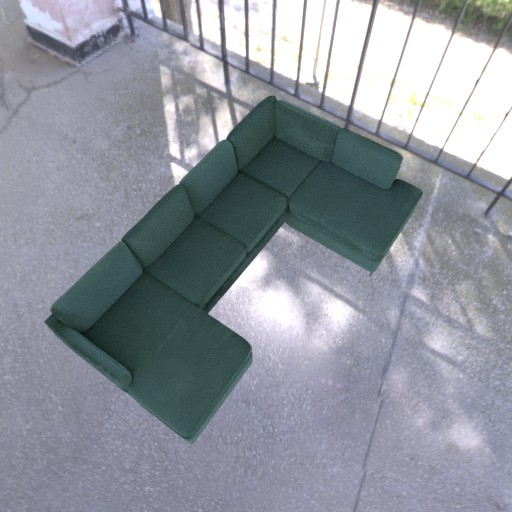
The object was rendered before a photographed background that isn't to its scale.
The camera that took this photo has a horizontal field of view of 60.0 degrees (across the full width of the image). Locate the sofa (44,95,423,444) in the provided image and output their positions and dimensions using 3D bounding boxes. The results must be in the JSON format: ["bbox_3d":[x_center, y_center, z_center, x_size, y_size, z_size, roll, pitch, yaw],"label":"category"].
[{"bbox_3d":[0.000,0.000,4.387,2.055,0.992,3.434,31,64,17],"label":"sofa"}]
